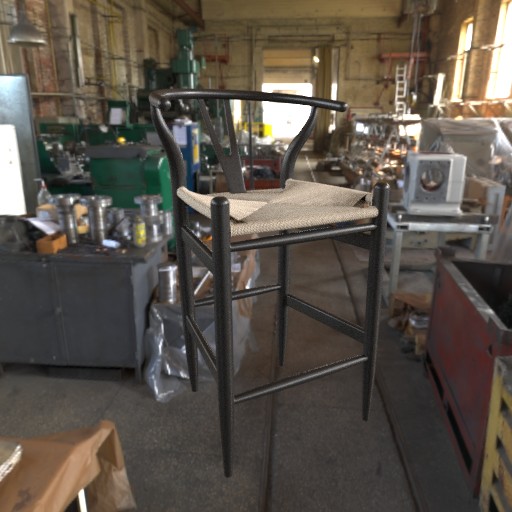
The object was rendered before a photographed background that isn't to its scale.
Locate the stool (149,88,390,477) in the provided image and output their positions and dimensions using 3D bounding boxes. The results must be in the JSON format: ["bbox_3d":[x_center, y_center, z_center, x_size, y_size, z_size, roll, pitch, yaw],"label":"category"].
[{"bbox_3d":[0.000,0.000,1.335,0.569,0.970,0.579,-9,20,-27],"label":"stool"}]
